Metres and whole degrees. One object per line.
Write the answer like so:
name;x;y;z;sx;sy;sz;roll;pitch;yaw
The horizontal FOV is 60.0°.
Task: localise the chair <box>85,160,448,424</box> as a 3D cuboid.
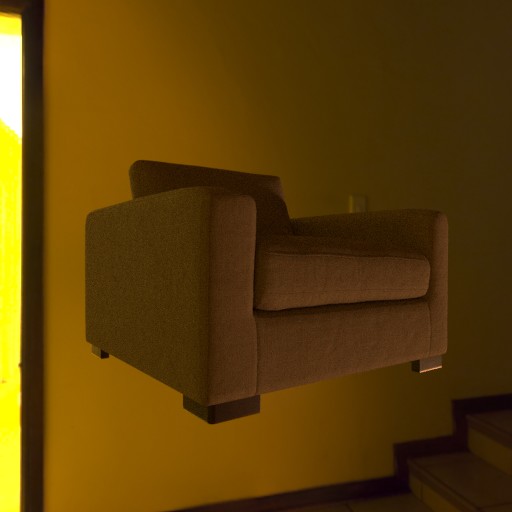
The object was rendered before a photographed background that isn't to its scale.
chair;0.000;0.000;1.807;1.070;0.847;1.100;0;-1;-36
